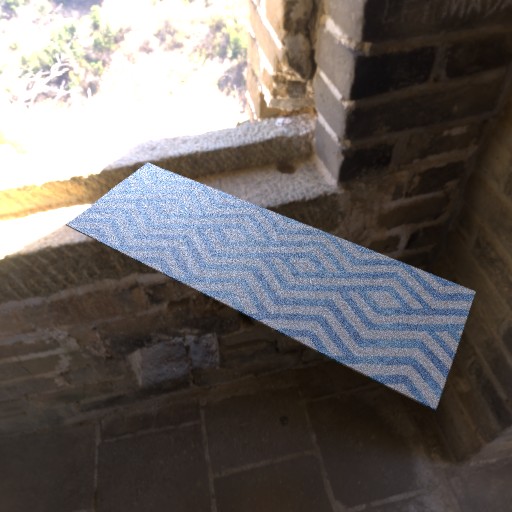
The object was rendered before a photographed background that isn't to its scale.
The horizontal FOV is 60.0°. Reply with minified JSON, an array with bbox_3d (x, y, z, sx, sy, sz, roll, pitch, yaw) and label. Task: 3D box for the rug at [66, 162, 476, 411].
[{"bbox_3d":[0.000,0.000,1.664,1.492,0.007,0.503,24,51,21],"label":"rug"}]
